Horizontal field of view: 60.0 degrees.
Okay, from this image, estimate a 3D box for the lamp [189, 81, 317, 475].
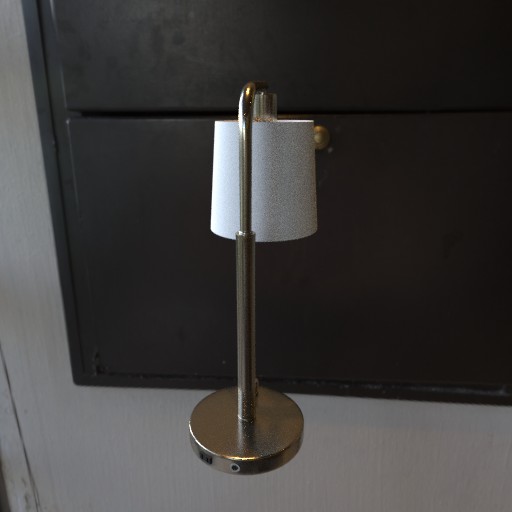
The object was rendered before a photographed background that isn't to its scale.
[{"bbox_3d":[0.000,0.000,0.651,0.171,0.489,0.333,3,18,9],"label":"lamp"}]
